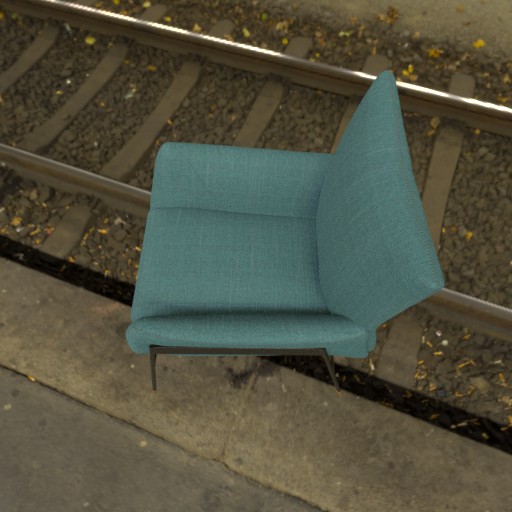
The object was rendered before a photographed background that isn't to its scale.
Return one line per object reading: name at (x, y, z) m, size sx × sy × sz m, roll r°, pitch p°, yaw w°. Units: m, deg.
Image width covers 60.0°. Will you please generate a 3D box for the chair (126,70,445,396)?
chair at (0.000, 0.000, 1.388) m, size 0.769 × 0.859 × 0.678 m, roll 0°, pitch 58°, yaw 0°
